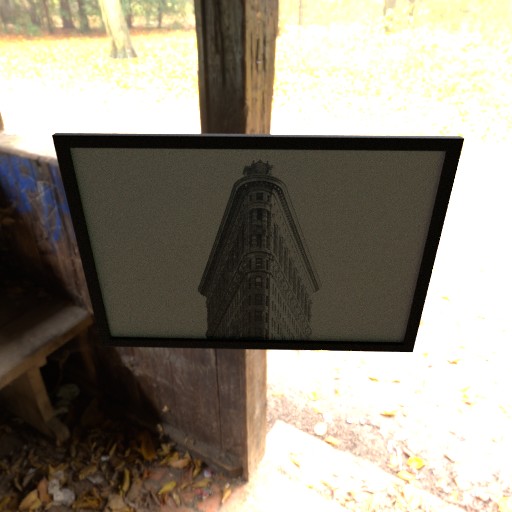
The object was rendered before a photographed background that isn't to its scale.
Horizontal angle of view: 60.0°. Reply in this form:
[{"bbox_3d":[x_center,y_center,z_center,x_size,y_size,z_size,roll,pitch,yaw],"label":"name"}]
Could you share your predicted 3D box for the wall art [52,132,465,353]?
[{"bbox_3d":[0.000,0.000,1.205,0.958,0.656,0.026,1,31,2],"label":"wall art"}]
